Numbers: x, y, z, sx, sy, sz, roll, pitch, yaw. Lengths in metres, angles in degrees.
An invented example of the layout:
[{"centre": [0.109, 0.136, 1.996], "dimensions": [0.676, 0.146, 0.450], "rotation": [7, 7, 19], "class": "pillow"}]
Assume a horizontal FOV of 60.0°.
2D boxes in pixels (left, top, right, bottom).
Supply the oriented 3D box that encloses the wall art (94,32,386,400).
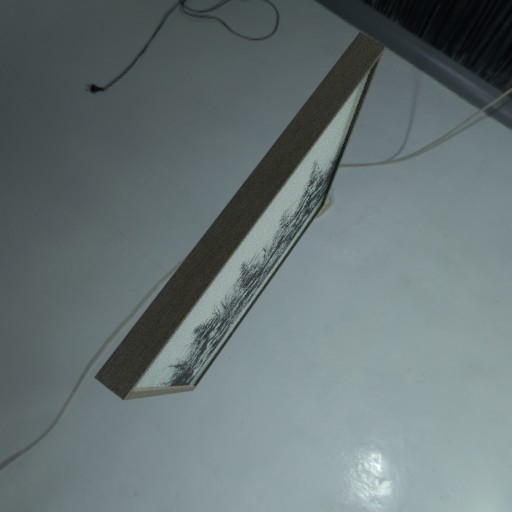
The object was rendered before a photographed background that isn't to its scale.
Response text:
[{"centre": [0.000, 0.000, 0.736], "dimensions": [0.037, 0.507, 0.507], "rotation": [34, 77, 9], "class": "wall art"}]
